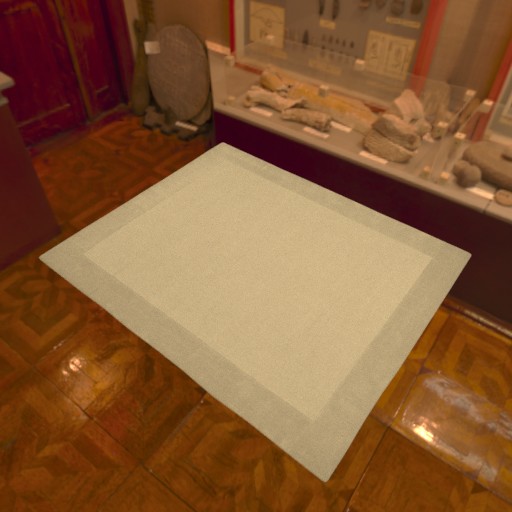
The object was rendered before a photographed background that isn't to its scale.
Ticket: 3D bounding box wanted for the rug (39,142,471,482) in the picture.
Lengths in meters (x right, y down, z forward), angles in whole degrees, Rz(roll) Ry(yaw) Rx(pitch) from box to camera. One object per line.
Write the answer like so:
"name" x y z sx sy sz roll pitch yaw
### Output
"rug" 0.000 0.000 3.916 2.976 0.018 2.430 30 53 26
